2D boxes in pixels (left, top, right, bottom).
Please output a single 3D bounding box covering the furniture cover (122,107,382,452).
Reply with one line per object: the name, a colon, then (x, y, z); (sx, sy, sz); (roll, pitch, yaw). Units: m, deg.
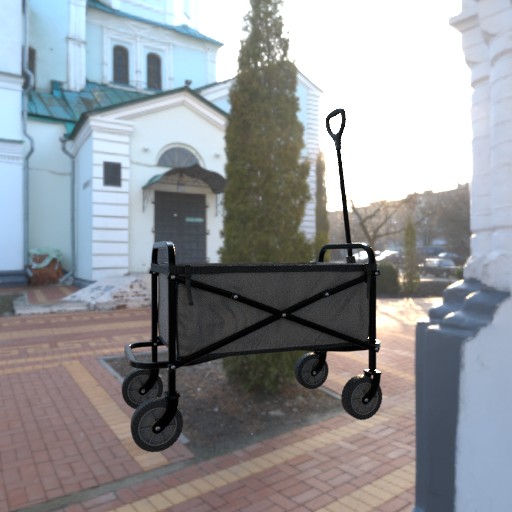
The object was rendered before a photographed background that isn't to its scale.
furniture cover: (0.000, 0.000, 1.835); (1.038, 1.295, 0.532); (0, 0, -21)
